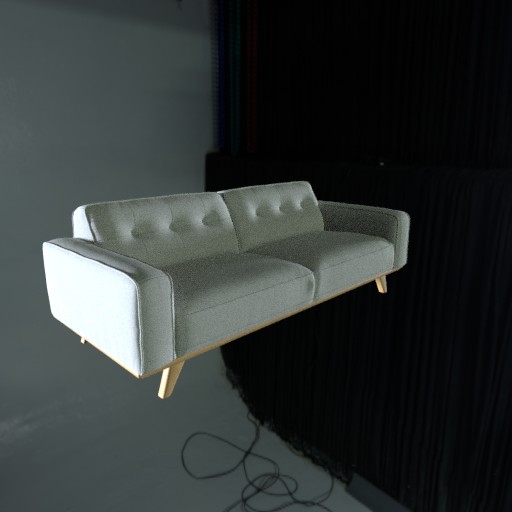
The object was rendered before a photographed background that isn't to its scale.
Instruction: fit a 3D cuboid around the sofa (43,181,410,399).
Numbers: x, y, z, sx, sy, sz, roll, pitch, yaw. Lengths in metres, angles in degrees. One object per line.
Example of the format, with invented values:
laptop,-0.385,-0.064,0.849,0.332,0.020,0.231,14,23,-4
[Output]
sofa,0.000,0.000,2.789,0.956,0.781,2.270,14,21,43
